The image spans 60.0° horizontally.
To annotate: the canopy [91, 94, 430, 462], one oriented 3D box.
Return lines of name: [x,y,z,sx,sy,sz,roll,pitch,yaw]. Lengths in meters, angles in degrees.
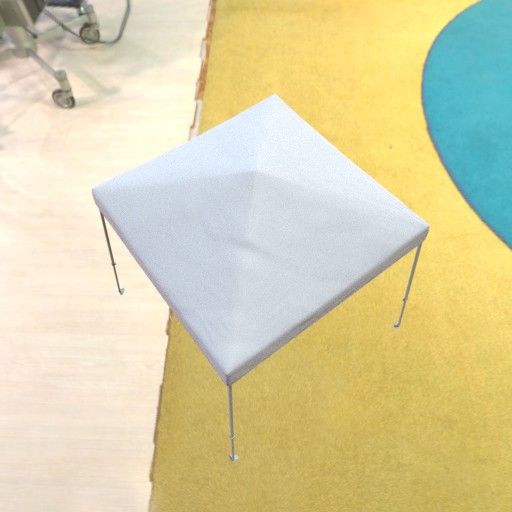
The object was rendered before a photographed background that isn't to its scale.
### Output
canopy: [0.000,0.000,5.065,2.849,2.850,2.850,-33,64,-18]
